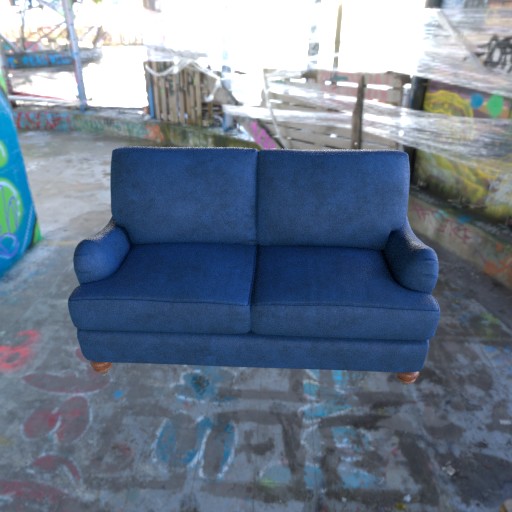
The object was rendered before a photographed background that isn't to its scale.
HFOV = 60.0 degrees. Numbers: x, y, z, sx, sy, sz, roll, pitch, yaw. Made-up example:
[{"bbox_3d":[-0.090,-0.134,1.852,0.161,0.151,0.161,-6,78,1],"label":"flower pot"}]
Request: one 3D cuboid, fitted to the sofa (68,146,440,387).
[{"bbox_3d":[0.000,0.000,2.558,1.853,1.101,1.084,1,28,3],"label":"sofa"}]
